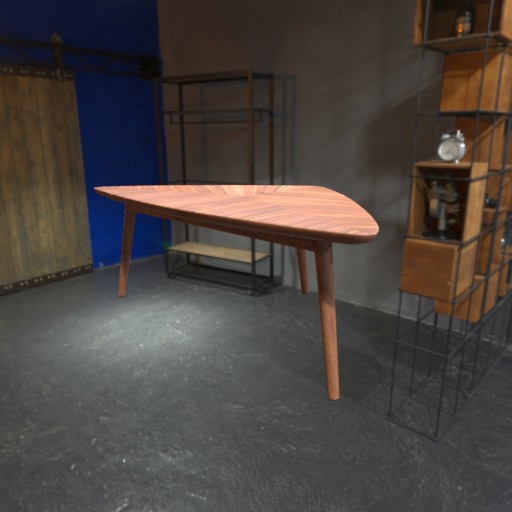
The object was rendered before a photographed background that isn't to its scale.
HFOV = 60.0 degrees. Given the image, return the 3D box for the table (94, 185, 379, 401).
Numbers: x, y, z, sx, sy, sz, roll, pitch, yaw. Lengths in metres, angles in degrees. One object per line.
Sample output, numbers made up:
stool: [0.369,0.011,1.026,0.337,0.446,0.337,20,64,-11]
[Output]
table: [0.000,0.000,1.316,1.008,0.365,0.601,15,21,42]
